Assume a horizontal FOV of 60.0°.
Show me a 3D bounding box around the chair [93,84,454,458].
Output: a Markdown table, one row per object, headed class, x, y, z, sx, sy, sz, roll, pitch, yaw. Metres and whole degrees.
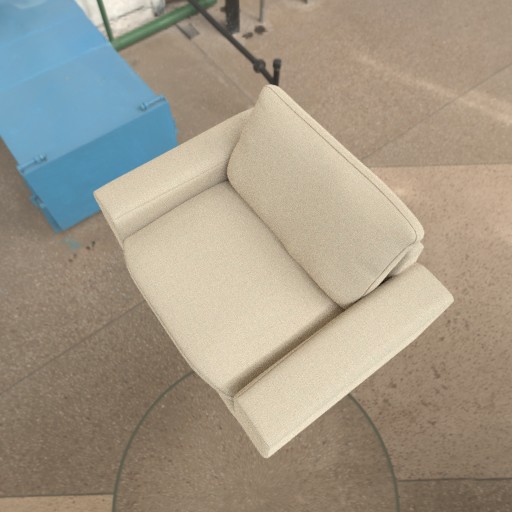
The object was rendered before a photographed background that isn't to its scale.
| class | x | y | z | sx | sy | sz | roll | pitch | yaw |
| --- | --- | --- | --- | --- | --- | --- | --- | --- | --- |
| chair | 0.000 | 0.000 | 2.047 | 1.039 | 0.915 | 1.398 | -33 | 67 | -16 |
